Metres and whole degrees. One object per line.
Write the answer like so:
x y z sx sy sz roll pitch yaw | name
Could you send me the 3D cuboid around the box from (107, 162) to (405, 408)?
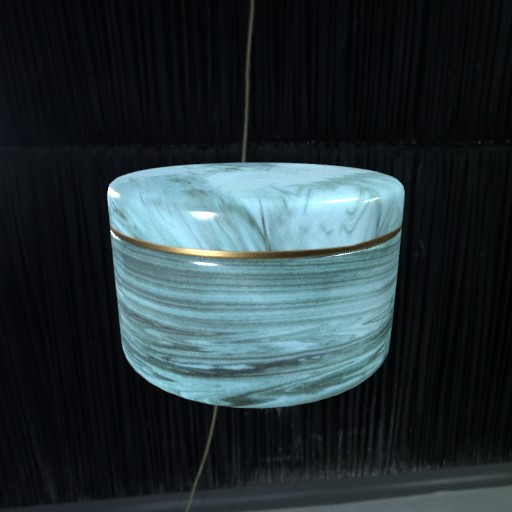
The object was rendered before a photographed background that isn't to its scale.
0.000 0.000 0.166 0.101 0.063 0.101 0 17 0 | box
